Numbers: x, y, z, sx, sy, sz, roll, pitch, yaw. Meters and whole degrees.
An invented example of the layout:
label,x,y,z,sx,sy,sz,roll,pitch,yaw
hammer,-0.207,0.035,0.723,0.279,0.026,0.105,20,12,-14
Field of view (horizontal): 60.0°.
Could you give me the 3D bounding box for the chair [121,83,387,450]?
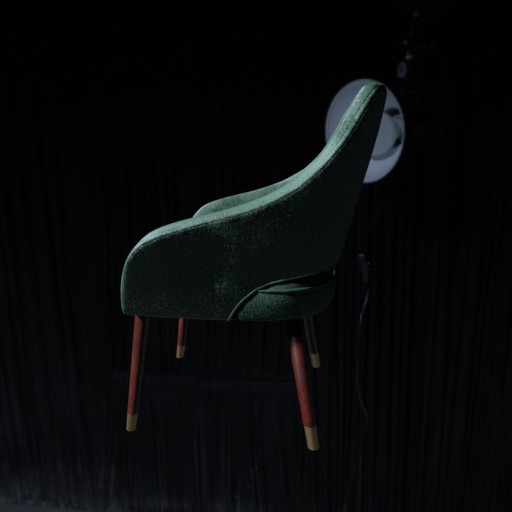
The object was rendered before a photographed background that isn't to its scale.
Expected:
label,x,y,z,sx,sy,sz,roll,pitch,yaw
chair,0.000,0.000,1.543,0.794,1.081,0.683,2,14,8
